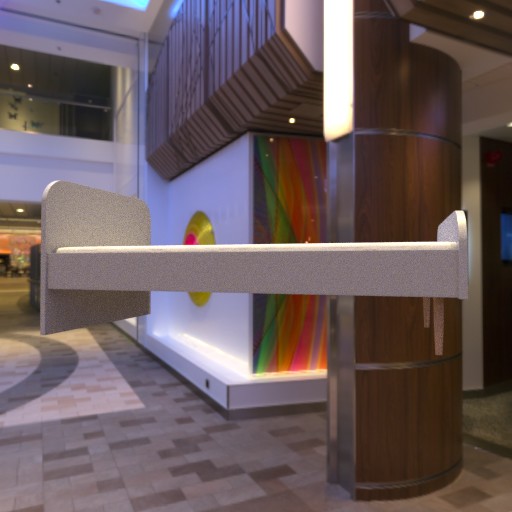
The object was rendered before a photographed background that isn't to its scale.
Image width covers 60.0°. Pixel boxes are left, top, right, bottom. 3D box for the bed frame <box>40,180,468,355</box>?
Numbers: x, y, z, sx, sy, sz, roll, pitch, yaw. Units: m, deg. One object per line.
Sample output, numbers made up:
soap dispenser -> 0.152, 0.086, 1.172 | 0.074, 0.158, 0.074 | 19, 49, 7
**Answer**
bed frame -> 0.000, 0.000, 2.413 | 1.963, 0.805, 0.998 | 0, -1, 18
